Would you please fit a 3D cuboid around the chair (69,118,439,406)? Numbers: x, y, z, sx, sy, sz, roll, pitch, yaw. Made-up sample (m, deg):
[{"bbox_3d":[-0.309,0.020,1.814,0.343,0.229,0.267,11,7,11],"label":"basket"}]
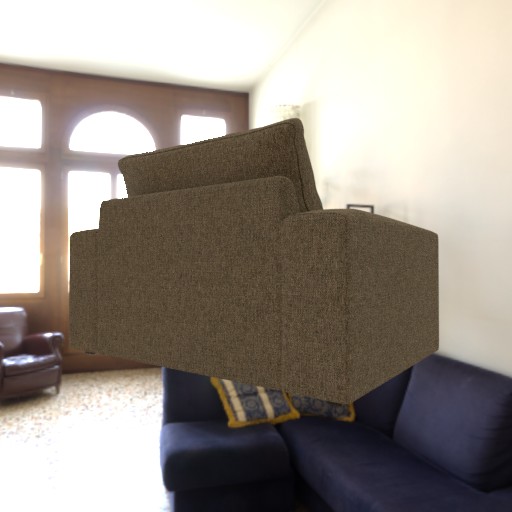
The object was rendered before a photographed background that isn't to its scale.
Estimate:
[{"bbox_3d":[0.000,0.000,2.057,1.398,0.915,1.039,-1,-1,36],"label":"chair"}]
